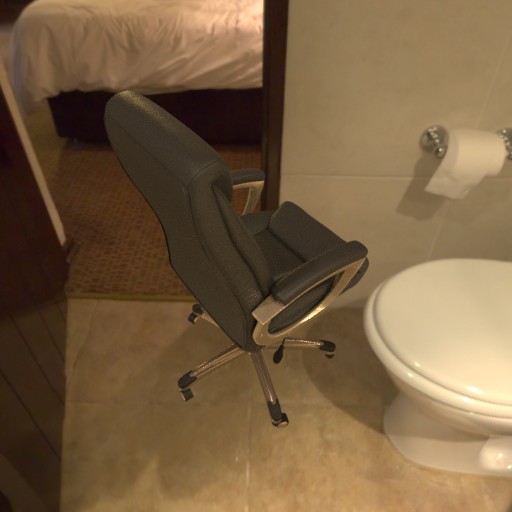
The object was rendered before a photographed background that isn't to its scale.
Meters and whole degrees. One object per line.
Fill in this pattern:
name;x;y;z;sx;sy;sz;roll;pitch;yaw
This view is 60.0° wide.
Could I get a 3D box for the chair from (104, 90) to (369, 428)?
chair;0.000;0.000;1.579;0.748;1.188;0.694;-26;48;-26
